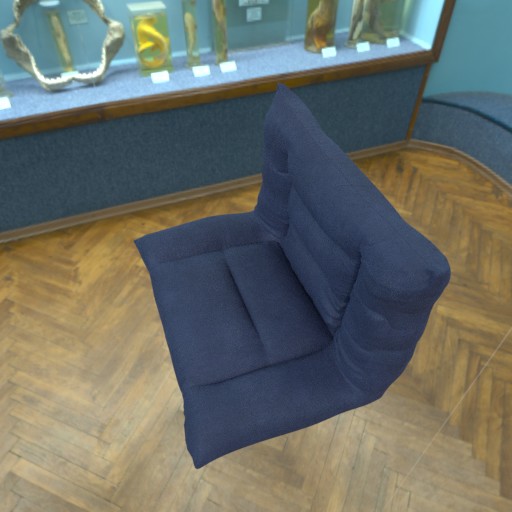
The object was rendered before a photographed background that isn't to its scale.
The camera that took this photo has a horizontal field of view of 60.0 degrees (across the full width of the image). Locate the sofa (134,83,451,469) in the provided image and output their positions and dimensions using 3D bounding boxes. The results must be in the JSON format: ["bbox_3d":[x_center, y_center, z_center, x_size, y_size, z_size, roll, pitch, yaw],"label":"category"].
[{"bbox_3d":[0.000,0.000,1.674,0.849,0.778,1.122,-15,47,-14],"label":"sofa"}]
